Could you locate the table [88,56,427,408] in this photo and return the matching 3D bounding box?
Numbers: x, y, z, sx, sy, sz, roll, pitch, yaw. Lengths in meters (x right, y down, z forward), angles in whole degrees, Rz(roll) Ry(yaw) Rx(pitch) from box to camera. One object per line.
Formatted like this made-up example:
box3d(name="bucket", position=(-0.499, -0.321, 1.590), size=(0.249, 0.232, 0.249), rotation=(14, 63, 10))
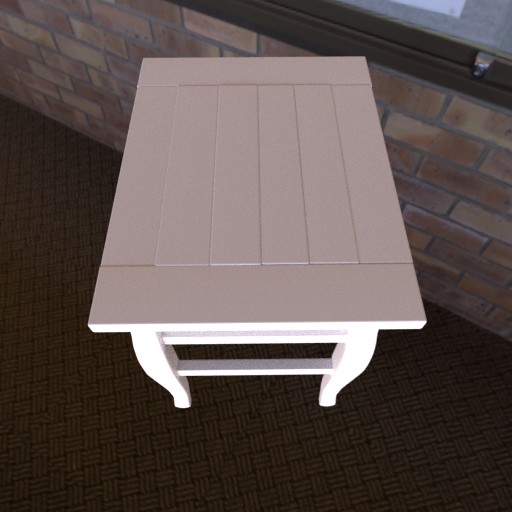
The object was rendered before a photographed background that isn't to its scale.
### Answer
box3d(name="table", position=(0.000, 0.000, 1.014), size=(0.463, 0.605, 0.599), rotation=(-1, 58, 0))
